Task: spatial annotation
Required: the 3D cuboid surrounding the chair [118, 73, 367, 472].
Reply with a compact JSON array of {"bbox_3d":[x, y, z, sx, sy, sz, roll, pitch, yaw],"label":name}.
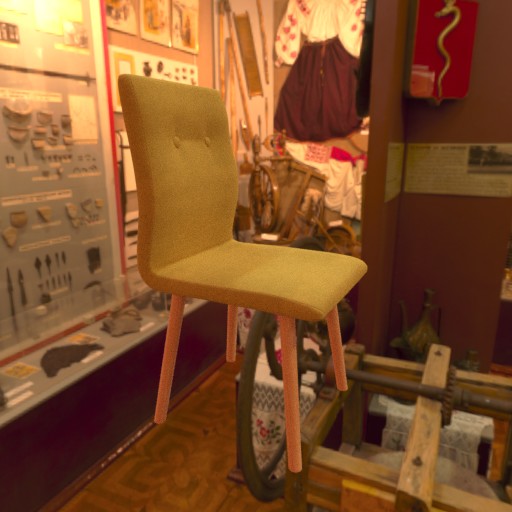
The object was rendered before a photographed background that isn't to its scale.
[{"bbox_3d":[0.000,0.000,1.279,0.550,0.965,0.450,7,17,26],"label":"chair"}]
